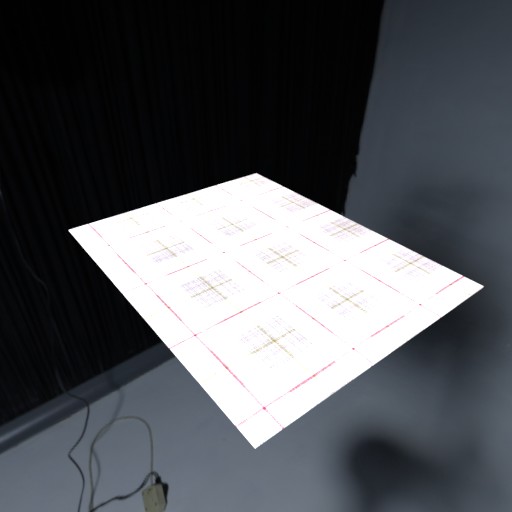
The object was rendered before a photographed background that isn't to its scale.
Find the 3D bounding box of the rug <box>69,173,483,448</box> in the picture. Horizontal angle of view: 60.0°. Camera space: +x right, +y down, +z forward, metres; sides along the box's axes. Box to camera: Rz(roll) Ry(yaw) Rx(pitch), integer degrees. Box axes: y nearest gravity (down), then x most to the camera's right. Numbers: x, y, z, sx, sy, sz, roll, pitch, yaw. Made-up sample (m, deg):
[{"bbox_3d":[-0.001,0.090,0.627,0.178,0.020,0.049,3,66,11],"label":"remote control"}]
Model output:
[{"bbox_3d":[0.000,0.000,3.936,2.317,0.016,2.959,-23,39,-31],"label":"rug"}]
